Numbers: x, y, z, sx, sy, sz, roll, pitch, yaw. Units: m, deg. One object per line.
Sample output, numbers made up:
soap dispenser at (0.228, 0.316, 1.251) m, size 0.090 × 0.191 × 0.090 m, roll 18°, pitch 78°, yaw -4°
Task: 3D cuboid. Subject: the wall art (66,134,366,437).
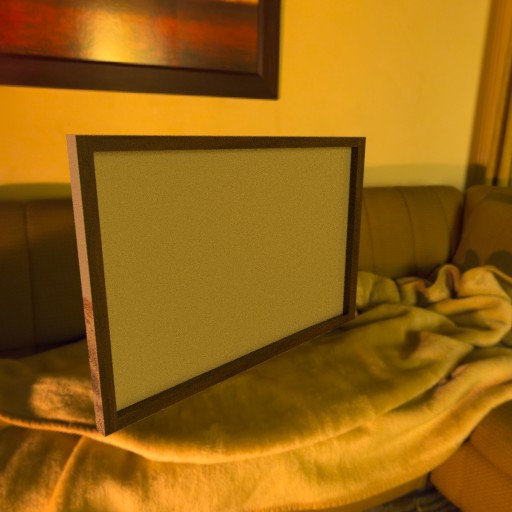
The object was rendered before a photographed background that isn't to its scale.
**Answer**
wall art at (0.000, 0.000, 1.456) m, size 1.138 × 0.761 × 0.051 m, roll -14°, pitch 20°, yaw -42°
